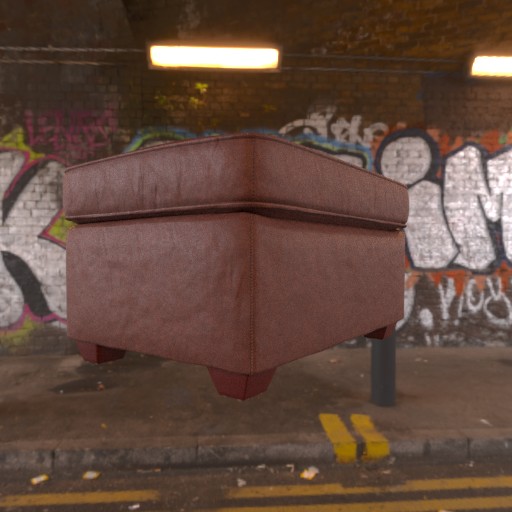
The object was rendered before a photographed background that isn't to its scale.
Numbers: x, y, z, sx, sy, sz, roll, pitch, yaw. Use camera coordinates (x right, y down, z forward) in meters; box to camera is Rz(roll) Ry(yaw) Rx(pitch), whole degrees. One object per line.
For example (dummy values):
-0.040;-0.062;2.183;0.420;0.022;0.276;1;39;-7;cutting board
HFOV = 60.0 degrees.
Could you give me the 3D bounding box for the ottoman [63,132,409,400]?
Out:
0.000;0.000;1.083;0.548;0.449;0.749;0;1;36;ottoman
